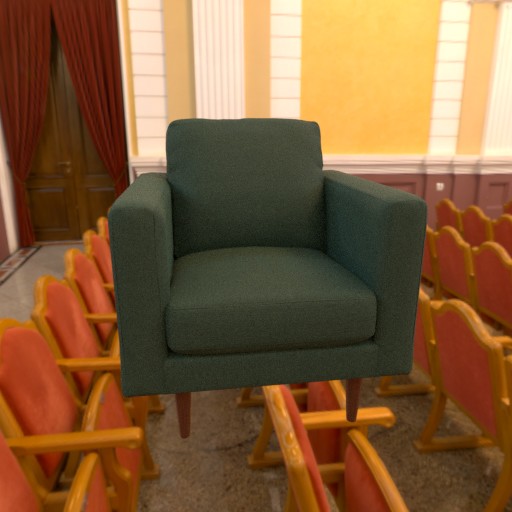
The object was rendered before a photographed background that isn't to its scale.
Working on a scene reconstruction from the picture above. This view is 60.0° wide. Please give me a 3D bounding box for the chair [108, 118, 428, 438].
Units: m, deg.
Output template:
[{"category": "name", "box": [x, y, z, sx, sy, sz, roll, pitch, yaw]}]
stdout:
[{"category": "chair", "box": [0.000, 0.000, 1.541, 0.855, 0.927, 0.800, -2, 16, -8]}]
